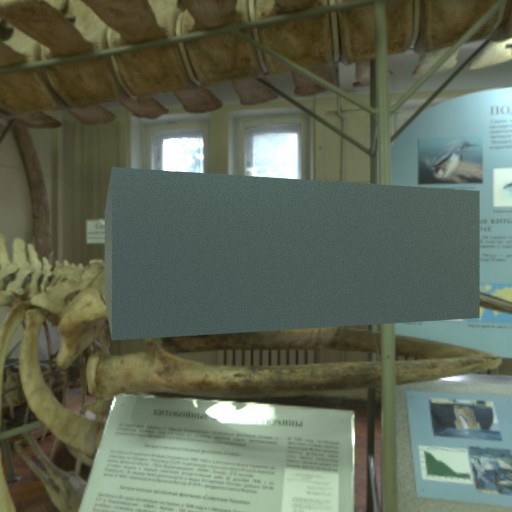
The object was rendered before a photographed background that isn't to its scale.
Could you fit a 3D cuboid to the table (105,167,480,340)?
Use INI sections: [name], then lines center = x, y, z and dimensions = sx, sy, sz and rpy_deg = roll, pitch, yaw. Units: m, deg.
[table]
center = 0.000, 0.000, 1.257
dimensions = 0.801, 0.299, 0.801
rpy_deg = 0, 0, -20
